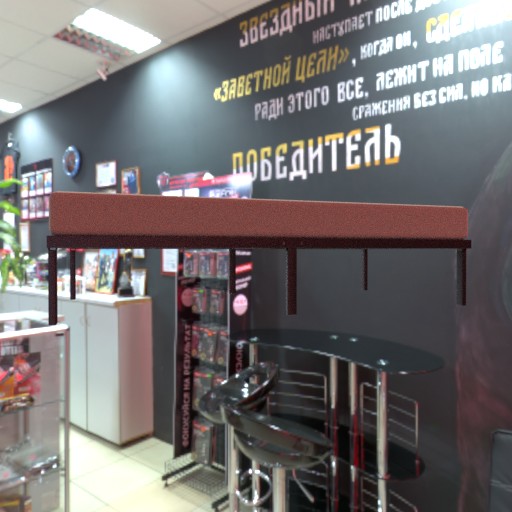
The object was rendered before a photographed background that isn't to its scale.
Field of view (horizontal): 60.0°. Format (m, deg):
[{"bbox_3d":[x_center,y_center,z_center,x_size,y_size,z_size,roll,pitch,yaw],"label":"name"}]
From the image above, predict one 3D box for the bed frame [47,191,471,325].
[{"bbox_3d":[0.000,0.000,3.254,2.635,0.680,1.393,0,1,-18],"label":"bed frame"}]
